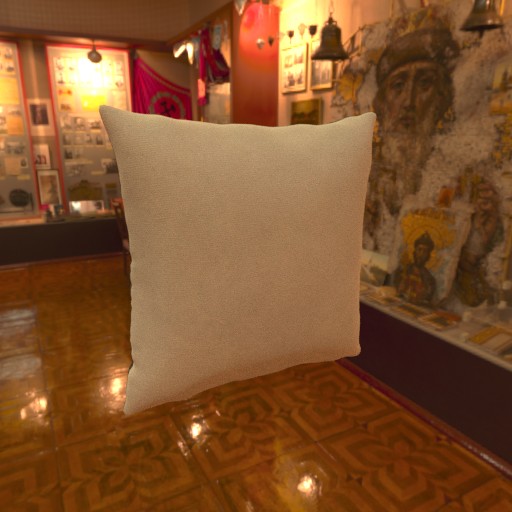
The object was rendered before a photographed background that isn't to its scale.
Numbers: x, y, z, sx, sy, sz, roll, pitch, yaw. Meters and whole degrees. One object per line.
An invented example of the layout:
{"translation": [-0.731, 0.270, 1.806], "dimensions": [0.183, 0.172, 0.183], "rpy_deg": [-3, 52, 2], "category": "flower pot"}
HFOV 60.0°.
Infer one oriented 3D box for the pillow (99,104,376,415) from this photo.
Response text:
{"translation": [0.000, 0.000, 0.686], "dimensions": [0.433, 0.434, 0.196], "rpy_deg": [-7, 16, -25], "category": "pillow"}
